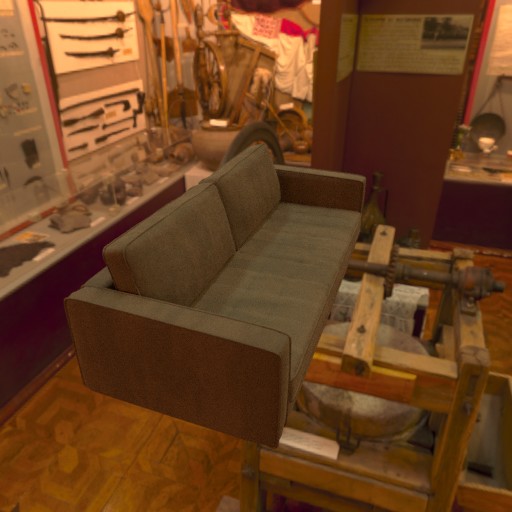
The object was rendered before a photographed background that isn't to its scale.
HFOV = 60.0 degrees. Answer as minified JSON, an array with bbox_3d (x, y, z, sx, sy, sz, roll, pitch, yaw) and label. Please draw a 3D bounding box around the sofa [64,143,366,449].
[{"bbox_3d":[0.000,0.000,2.451,0.924,0.825,1.920,10,31,18],"label":"sofa"}]
